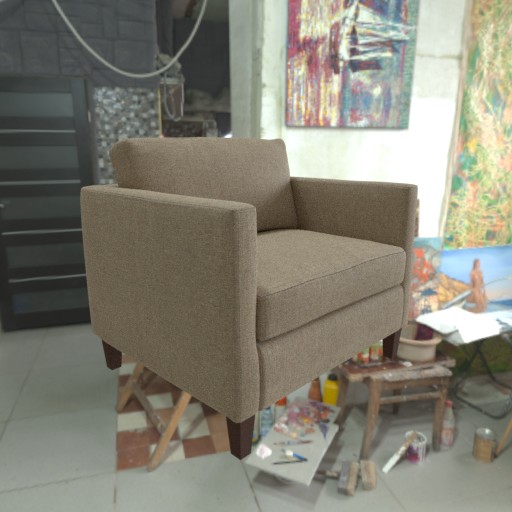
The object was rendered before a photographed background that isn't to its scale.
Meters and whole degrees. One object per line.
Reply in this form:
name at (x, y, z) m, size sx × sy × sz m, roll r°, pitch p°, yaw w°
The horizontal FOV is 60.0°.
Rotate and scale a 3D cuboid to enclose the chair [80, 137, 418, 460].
chair at (0.000, 0.000, 1.884) m, size 0.959 × 0.987 × 1.107 m, roll 13°, pitch 19°, yaw 43°
